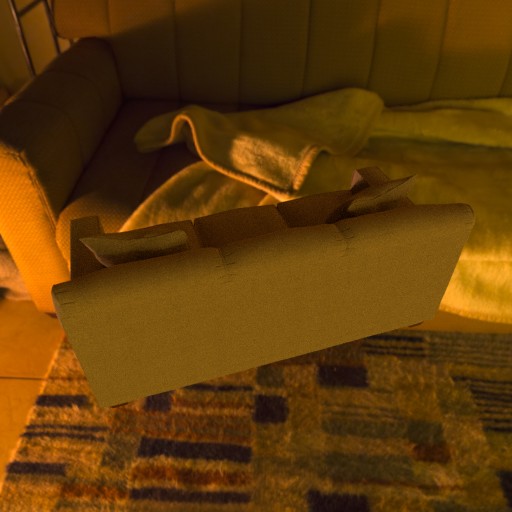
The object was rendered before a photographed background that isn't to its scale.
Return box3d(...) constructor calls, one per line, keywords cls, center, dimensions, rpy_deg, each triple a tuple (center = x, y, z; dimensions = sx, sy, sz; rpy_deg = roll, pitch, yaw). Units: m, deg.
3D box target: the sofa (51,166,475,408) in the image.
box3d(cls="sofa", center=(0.000, 0.000, 2.595), dimensions=(2.024, 0.958, 0.997), rpy_deg=(-12, 44, -13))
